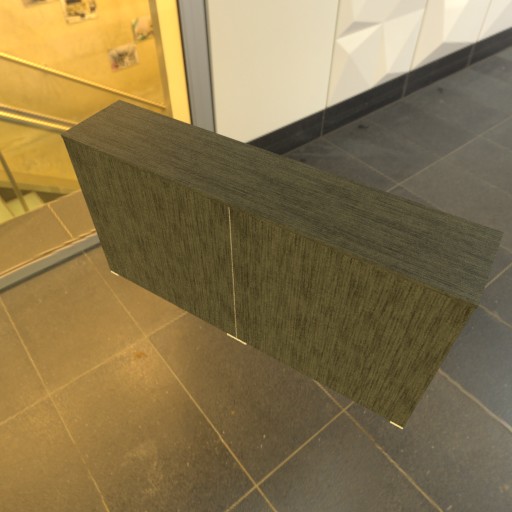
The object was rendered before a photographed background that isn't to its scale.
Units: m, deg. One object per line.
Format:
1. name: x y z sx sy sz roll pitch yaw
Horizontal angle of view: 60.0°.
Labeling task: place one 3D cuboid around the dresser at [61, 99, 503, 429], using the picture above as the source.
1. dresser: 0.000 0.000 1.787 1.535 0.790 0.333 24 51 21
